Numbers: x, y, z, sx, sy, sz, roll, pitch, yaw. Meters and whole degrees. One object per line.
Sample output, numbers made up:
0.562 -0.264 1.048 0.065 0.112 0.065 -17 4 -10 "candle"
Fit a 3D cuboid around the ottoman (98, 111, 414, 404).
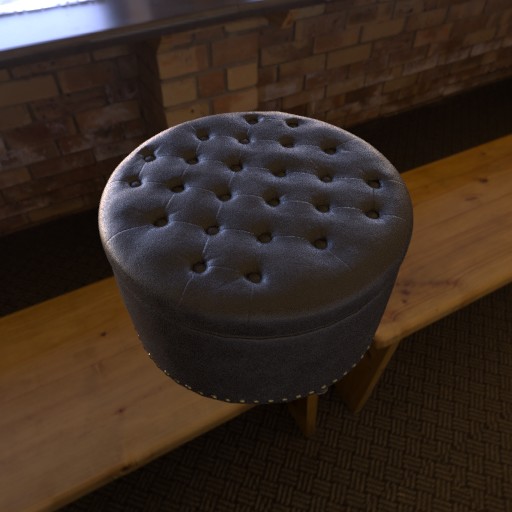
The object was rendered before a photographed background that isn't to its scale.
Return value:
0.000 0.000 1.054 0.637 0.442 0.637 0 47 0 "ottoman"
